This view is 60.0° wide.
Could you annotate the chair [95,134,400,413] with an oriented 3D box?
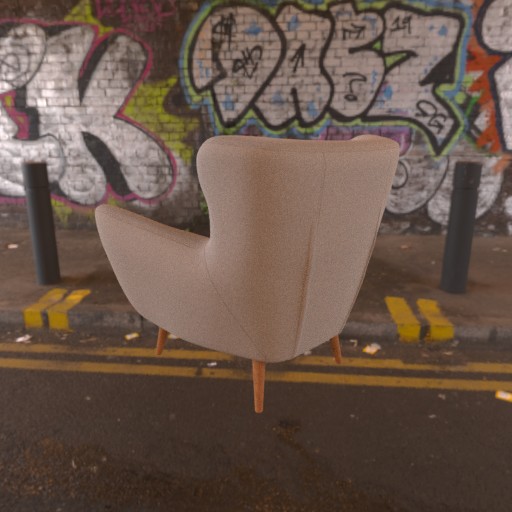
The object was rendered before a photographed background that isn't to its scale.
[{"bbox_3d":[0.000,0.000,1.685,0.890,0.889,0.889,-15,21,-43],"label":"chair"}]
